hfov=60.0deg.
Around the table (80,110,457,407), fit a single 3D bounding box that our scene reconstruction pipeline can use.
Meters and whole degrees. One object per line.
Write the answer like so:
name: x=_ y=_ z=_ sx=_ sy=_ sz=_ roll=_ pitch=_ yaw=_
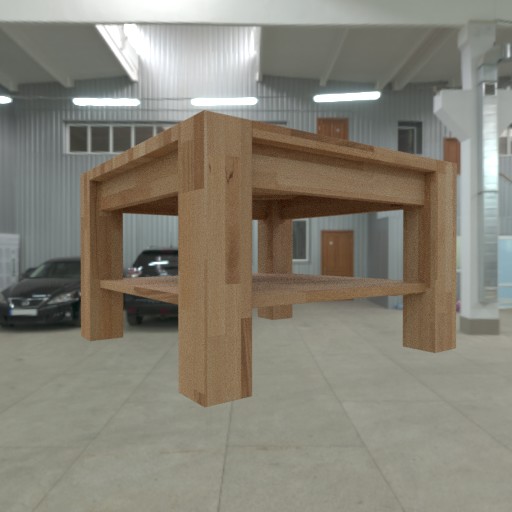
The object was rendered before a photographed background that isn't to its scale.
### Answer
table: x=0.000 y=0.000 z=1.158 sx=0.700 sy=0.451 sz=0.700 roll=0 pitch=1 yaw=-36
